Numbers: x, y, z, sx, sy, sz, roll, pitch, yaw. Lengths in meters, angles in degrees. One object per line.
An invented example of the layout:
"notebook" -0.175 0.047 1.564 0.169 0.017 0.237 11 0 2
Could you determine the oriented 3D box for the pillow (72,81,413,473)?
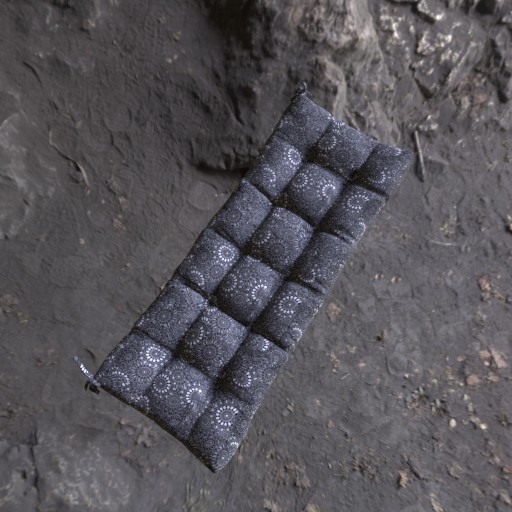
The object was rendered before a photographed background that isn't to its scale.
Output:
"pillow" 0.000 0.000 1.354 0.511 0.174 1.194 32 77 8
